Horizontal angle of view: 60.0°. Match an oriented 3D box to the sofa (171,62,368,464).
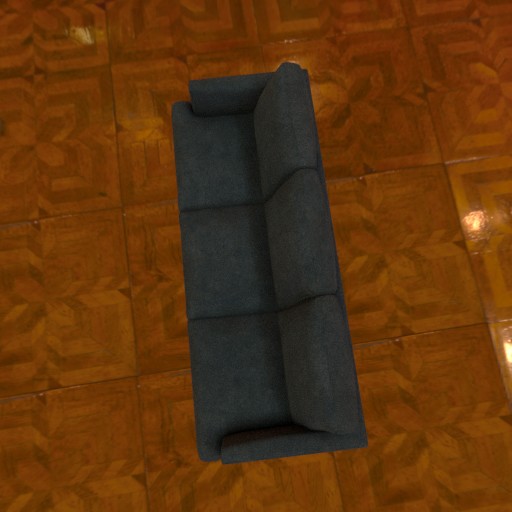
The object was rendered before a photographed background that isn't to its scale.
[{"bbox_3d":[0.000,0.000,2.684,0.903,0.930,2.246,-6,76,-2],"label":"sofa"}]
